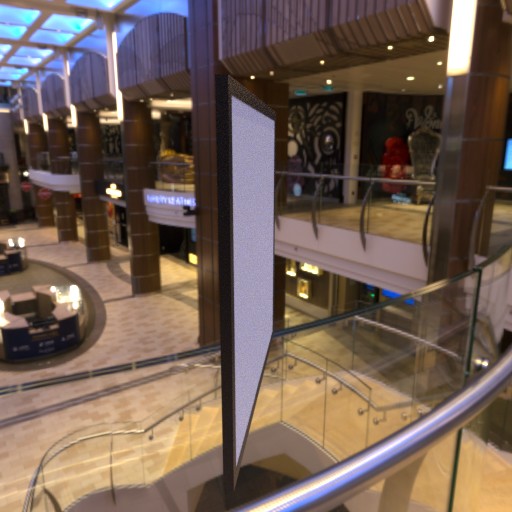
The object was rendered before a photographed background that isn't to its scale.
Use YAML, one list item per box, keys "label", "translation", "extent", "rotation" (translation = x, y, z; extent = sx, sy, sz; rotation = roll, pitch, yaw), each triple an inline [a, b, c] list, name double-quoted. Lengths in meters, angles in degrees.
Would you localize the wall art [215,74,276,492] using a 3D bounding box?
- label: "wall art"
  translation: [0.000, 0.000, 1.210]
  extent: [0.022, 0.807, 0.807]
  rotation: [2, 14, 8]
